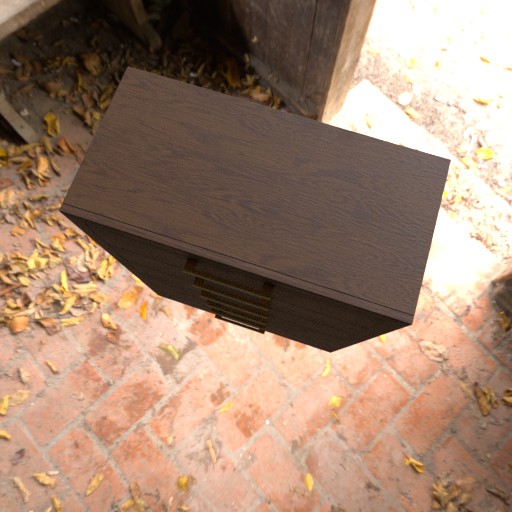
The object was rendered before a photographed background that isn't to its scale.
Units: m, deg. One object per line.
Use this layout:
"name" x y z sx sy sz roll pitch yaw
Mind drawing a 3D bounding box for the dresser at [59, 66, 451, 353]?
"dresser" 0.000 0.000 1.832 0.964 1.320 0.516 18 75 5
